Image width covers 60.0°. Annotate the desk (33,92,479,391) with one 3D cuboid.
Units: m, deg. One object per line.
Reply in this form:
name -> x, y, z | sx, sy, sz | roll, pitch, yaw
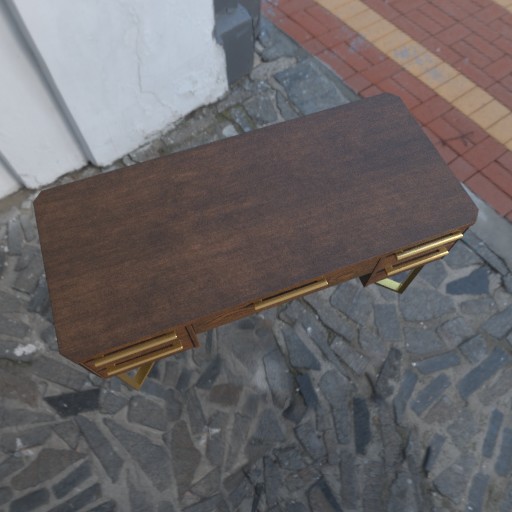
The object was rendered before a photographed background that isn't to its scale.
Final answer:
desk -> 0.000, 0.000, 1.915 | 1.479, 0.762, 0.684 | -18, 65, -9
